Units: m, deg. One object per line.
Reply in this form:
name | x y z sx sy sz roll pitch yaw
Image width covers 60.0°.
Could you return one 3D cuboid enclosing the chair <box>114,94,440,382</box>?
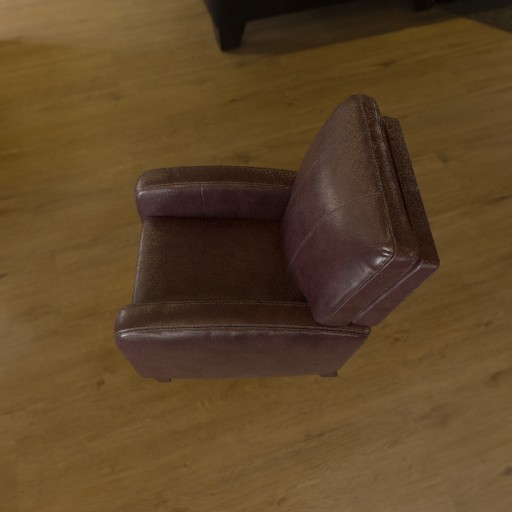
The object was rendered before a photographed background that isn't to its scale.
chair | 0.000 0.000 1.689 0.990 0.990 0.762 -1 58 -1
